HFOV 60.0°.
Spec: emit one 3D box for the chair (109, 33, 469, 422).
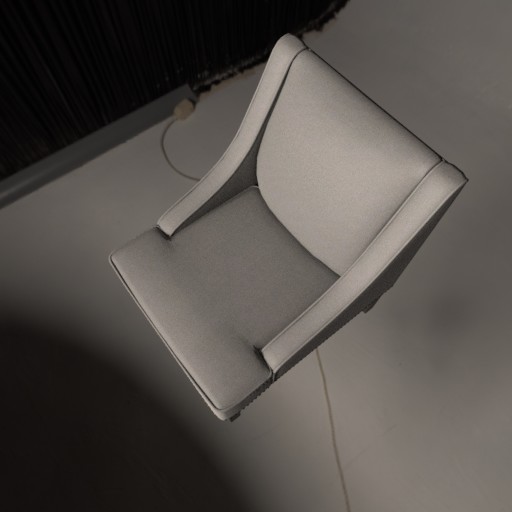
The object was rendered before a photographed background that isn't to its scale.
[{"bbox_3d":[0.000,0.000,1.373,0.747,0.867,0.631,-35,69,-16],"label":"chair"}]
